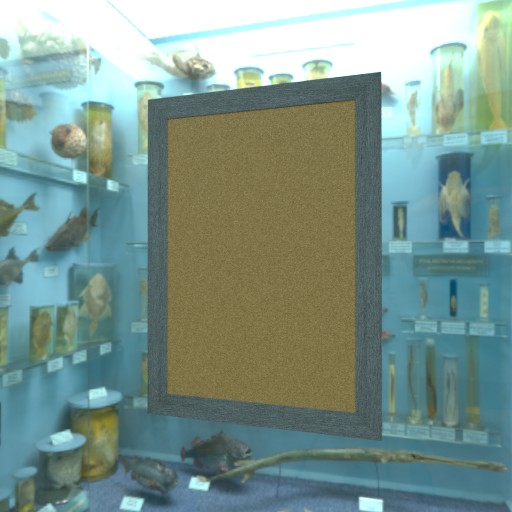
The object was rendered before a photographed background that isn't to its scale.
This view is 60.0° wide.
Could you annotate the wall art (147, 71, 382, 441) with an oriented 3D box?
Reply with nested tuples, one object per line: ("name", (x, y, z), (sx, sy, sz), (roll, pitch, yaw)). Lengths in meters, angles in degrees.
("wall art", (0.000, 0.000, 1.407), (0.768, 1.070, 0.020), (0, 0, 17))
